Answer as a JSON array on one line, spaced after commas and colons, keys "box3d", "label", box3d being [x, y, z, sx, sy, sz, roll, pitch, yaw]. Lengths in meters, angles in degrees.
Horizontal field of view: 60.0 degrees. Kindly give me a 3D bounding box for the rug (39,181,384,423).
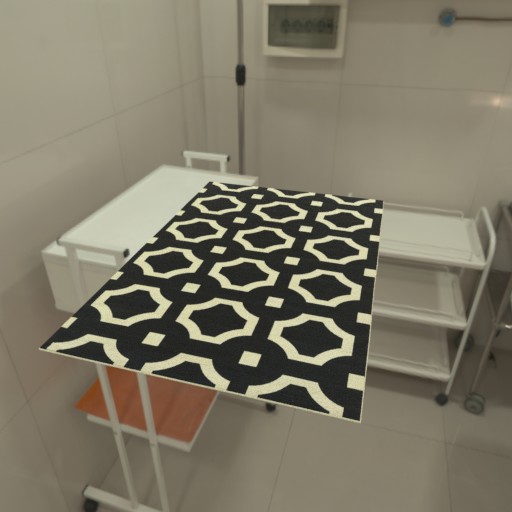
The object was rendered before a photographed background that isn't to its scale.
[{"box3d": [0.000, 0.000, 2.925, 1.555, 0.016, 2.286, 8, 32, 14], "label": "rug"}]
